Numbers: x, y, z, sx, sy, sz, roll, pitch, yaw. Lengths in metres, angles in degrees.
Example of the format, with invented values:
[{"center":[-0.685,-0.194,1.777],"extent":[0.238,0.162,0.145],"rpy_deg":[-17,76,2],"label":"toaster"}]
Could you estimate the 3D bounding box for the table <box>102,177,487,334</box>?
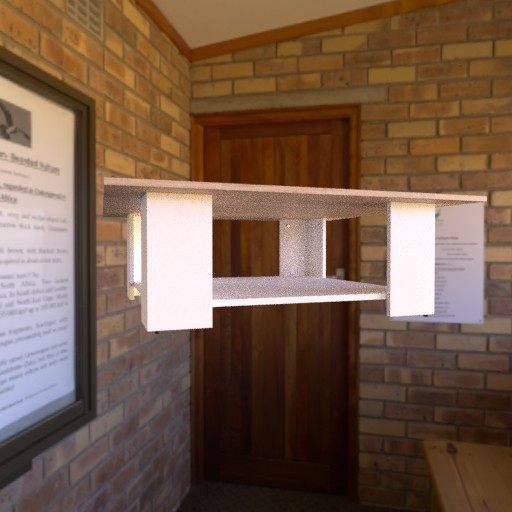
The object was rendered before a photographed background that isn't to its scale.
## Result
[{"center":[0.000,0.000,1.365],"extent":[0.890,0.305,0.890],"rpy_deg":[0,1,-19],"label":"table"}]
